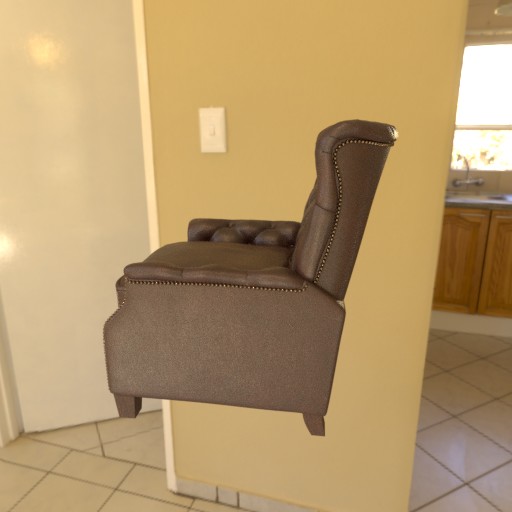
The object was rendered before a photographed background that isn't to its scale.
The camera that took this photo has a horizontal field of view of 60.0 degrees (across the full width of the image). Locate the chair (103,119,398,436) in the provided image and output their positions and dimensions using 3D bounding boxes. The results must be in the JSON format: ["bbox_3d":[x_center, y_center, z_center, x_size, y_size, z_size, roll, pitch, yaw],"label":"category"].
[{"bbox_3d":[0.000,0.000,1.490,0.823,0.864,0.709,2,16,8],"label":"chair"}]
